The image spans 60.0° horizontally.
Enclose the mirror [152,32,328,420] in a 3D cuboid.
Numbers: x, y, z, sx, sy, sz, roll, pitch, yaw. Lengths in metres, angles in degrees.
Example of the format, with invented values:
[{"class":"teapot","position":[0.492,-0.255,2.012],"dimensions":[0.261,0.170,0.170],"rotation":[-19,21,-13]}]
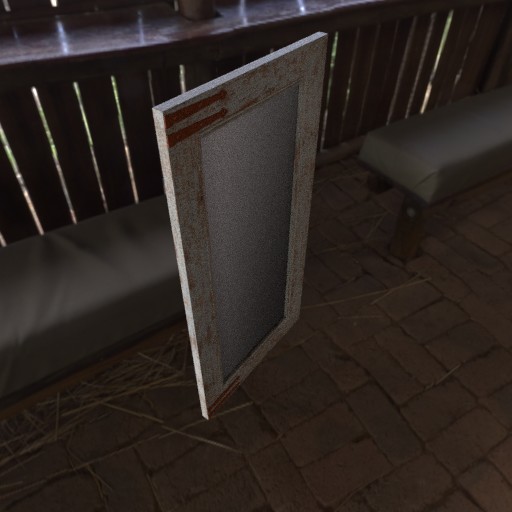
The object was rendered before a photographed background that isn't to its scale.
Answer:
[{"class":"mirror","position":[0.000,0.000,1.100],"dimensions":[0.027,0.922,0.472],"rotation":[27,49,27]}]
